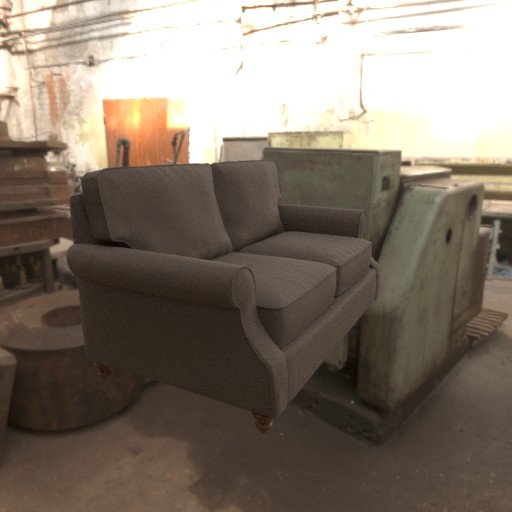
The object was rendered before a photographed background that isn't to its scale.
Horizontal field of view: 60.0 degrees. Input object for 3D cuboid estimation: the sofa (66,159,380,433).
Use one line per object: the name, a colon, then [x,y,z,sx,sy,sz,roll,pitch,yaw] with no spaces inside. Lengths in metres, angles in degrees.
sofa: [0.000,0.000,2.280,0.964,0.937,1.665,7,16,27]
